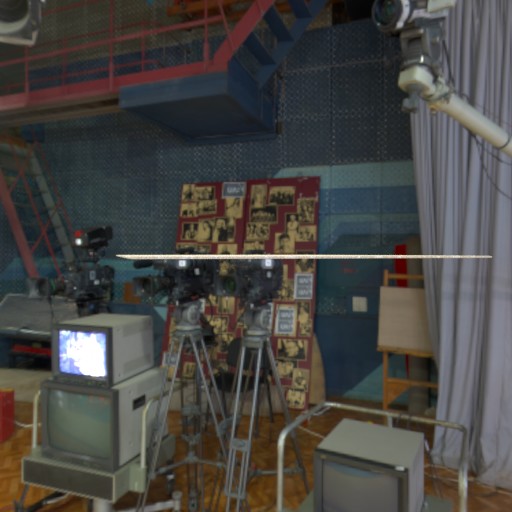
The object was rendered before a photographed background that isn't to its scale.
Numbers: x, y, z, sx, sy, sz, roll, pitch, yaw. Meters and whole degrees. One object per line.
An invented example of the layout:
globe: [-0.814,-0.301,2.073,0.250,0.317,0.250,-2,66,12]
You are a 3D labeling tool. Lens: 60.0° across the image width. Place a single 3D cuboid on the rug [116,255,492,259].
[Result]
rug: [0.000,0.000,3.904,2.286,0.013,2.894,0,0,-19]
